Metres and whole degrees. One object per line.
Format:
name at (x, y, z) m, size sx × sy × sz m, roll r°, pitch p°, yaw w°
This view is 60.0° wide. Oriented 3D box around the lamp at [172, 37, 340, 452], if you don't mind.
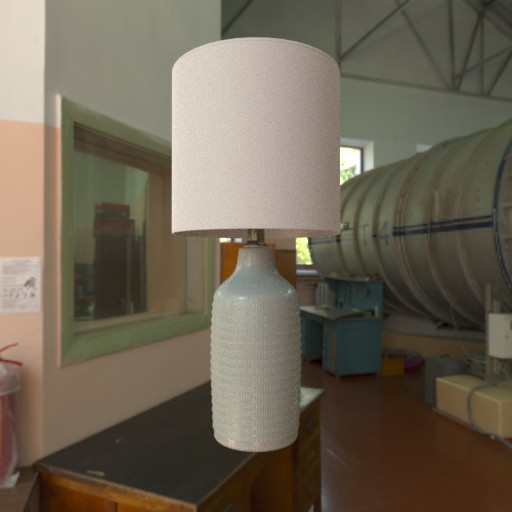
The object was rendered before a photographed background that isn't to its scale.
lamp at (0.000, 0.000, 0.590) m, size 0.220 × 0.475 × 0.220 m, roll 0°, pitch -1°, yaw 17°
